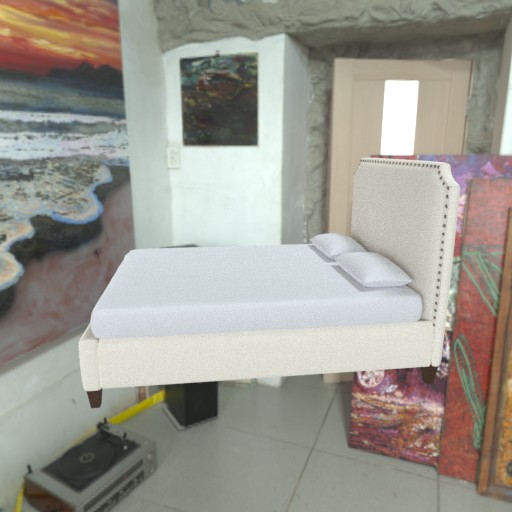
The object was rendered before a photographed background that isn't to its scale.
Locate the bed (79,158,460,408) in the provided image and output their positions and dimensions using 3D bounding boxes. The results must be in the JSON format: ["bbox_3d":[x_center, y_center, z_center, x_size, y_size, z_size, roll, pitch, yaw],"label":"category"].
[{"bbox_3d":[0.000,0.000,3.526,2.372,1.497,1.712,-2,14,-7],"label":"bed"}]
